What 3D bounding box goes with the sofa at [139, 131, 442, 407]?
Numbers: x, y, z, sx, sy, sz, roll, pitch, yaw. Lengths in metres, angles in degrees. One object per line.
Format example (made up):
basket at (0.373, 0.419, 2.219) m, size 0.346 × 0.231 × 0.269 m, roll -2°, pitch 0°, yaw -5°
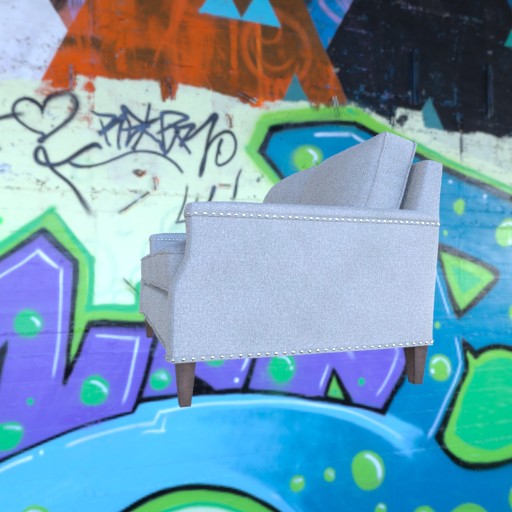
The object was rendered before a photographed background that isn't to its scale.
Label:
sofa at (0.000, 0.000, 2.277) m, size 1.084 × 1.003 × 1.597 m, roll 0°, pitch -1°, yaw -18°
